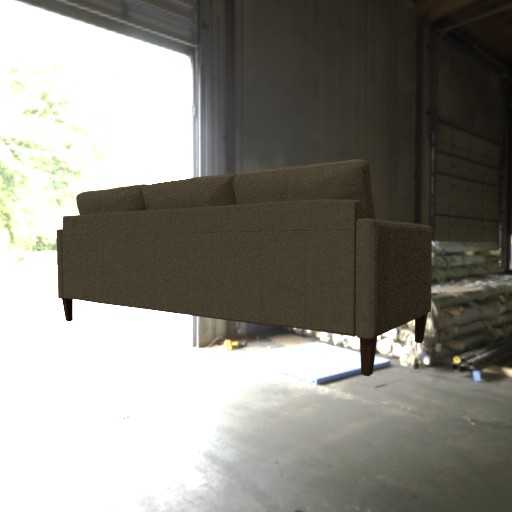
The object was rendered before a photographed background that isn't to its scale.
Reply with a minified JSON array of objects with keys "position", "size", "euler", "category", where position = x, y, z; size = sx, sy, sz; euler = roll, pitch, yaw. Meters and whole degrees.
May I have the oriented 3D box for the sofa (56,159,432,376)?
[{"position":[0.000,0.000,2.889],"size":[2.178,0.875,1.506],"euler":[1,2,36],"category":"sofa"}]
